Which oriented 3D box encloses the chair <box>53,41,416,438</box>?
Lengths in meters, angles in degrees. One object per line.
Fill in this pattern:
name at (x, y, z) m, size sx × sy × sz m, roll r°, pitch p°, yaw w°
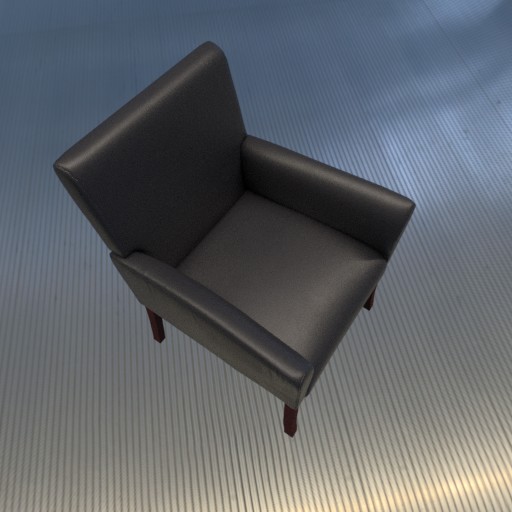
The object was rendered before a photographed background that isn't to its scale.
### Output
chair at (0.000, 0.000, 1.472) m, size 0.772 × 0.951 × 0.683 m, roll 30°, pitch 63°, yaw 17°
